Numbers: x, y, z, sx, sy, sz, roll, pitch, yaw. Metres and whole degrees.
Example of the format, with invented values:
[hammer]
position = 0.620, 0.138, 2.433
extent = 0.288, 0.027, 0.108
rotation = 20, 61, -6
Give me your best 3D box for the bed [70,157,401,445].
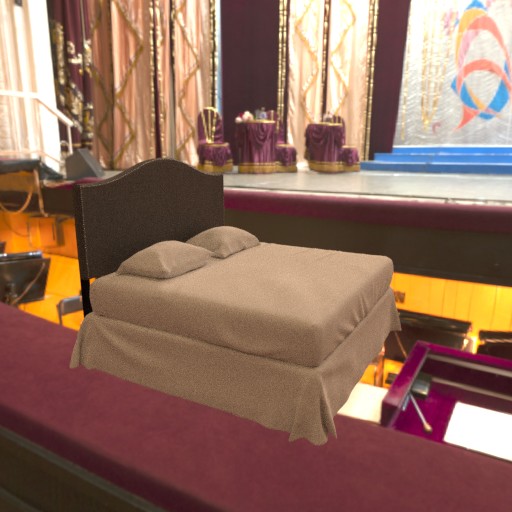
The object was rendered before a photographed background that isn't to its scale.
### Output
[bed]
position = 0.000, 0.000, 3.847
extent = 2.219, 1.651, 2.314
rotation = 7, 15, 28
